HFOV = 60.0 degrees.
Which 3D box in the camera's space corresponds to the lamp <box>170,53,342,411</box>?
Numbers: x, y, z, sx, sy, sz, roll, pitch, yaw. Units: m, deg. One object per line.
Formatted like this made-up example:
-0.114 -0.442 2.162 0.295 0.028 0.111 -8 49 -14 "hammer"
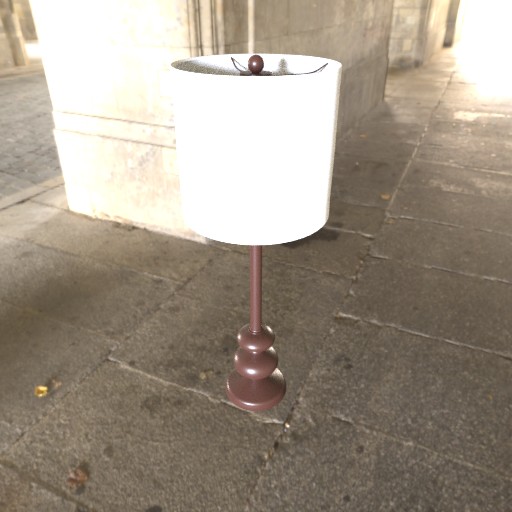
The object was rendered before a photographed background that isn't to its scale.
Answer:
0.000 0.000 0.829 0.254 0.690 0.254 -11 32 -17 "lamp"
